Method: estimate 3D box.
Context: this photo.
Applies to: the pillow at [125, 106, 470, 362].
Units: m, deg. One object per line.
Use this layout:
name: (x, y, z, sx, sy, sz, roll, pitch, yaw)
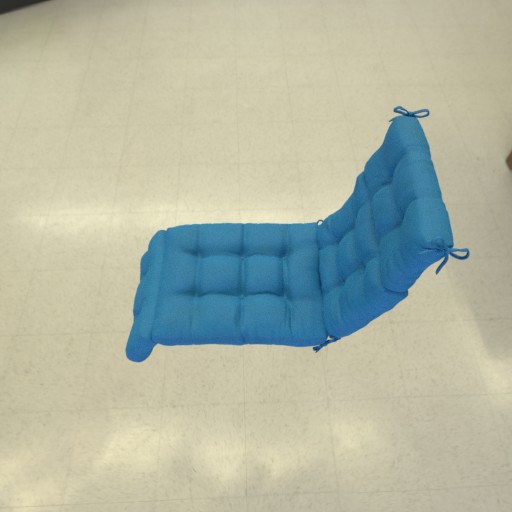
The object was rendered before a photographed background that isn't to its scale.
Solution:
pillow: (0.000, 0.000, 1.510, 1.016, 0.863, 0.526, 0, 58, 0)
